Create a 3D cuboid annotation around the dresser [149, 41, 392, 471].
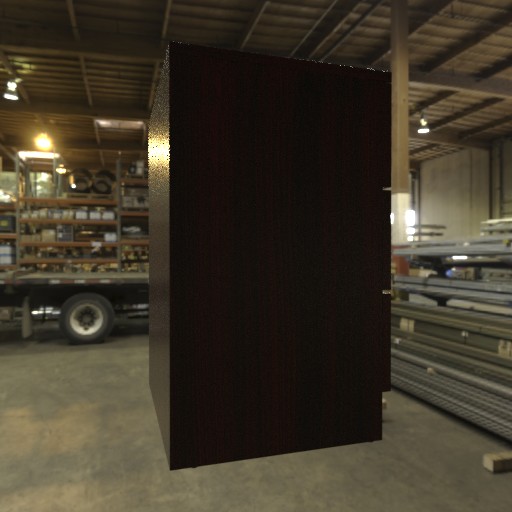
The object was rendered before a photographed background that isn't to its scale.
[{"bbox_3d":[0.000,0.000,0.820,0.360,0.560,0.400,0,1,-17],"label":"dresser"}]
